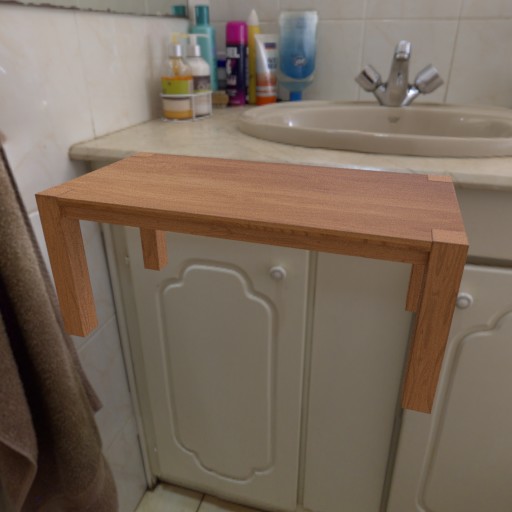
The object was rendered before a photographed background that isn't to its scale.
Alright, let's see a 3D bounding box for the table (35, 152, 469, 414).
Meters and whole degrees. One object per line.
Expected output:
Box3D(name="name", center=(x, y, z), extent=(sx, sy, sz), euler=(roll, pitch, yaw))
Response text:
Box3D(name="table", center=(0.000, 0.000, 2.288), extent=(1.800, 0.760, 0.900), euler=(8, 27, 16))
